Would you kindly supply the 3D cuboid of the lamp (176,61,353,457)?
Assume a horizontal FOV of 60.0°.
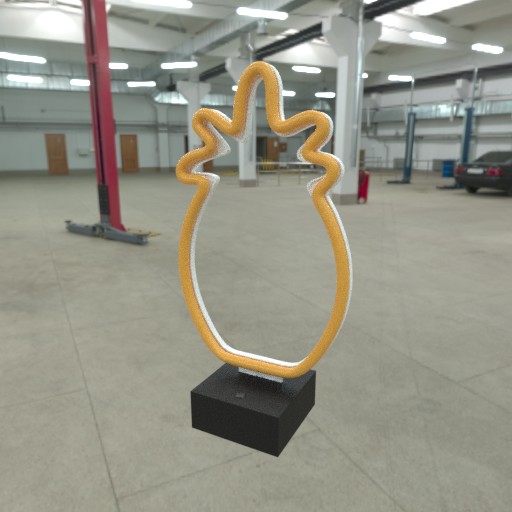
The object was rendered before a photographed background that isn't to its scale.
[{"bbox_3d":[0.000,0.000,0.389,0.167,0.317,0.088,7,16,27],"label":"lamp"}]
